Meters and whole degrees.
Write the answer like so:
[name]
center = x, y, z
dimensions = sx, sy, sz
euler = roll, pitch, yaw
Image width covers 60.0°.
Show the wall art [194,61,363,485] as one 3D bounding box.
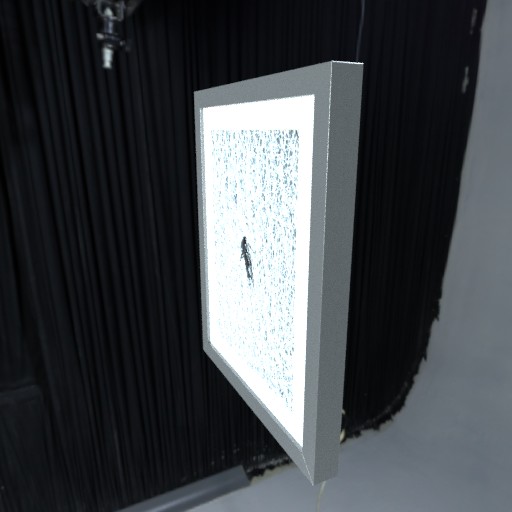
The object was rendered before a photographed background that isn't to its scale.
[wall art]
center = 0.000, 0.000, 0.515
dimensions = 0.030, 0.379, 0.308
euler = -8, 18, -25
